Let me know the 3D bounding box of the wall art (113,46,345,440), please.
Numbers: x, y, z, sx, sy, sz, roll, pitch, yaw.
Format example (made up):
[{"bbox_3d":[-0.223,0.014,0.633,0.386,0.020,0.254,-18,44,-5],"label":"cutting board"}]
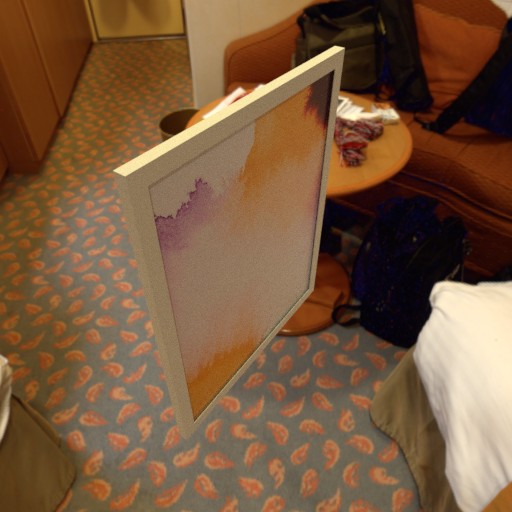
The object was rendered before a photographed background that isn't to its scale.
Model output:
[{"bbox_3d":[0.000,0.000,1.096,0.026,0.811,0.661,26,49,25],"label":"wall art"}]
